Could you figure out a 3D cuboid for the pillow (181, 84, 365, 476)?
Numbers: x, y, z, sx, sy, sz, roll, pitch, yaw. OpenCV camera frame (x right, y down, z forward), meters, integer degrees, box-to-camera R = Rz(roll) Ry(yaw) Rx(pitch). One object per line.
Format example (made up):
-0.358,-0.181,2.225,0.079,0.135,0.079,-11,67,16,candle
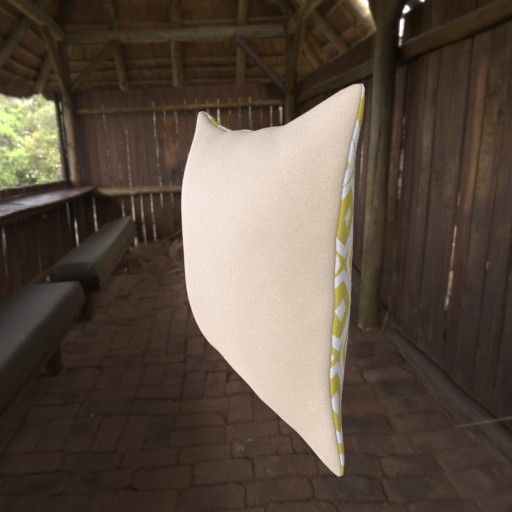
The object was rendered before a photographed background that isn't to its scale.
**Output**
0.000,0.000,0.746,0.188,0.494,0.504,-7,16,-26,pillow
